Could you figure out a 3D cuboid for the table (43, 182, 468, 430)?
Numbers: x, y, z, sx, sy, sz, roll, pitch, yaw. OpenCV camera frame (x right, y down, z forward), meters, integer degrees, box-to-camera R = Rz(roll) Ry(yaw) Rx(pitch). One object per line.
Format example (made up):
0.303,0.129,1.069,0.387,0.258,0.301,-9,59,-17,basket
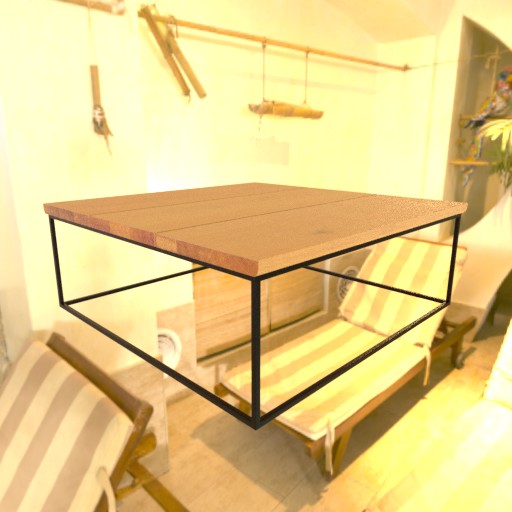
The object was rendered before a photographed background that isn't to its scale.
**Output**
0.000,0.000,1.674,1.100,0.400,1.100,14,21,43,table
